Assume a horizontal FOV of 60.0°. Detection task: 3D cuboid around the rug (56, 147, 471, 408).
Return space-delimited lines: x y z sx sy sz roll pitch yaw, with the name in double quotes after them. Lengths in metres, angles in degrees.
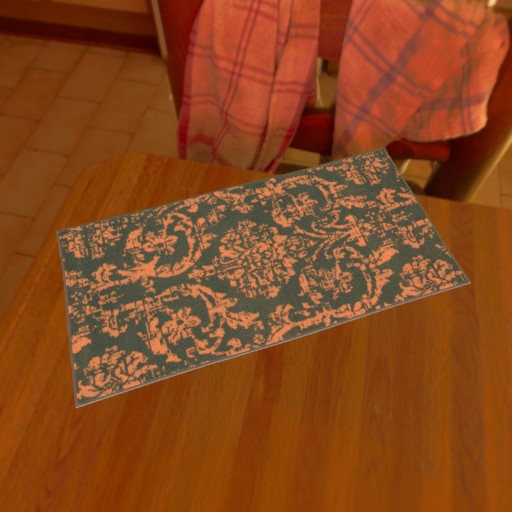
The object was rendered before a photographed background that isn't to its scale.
0.000 0.000 1.437 1.219 0.007 0.604 -16 61 -9 "rug"
